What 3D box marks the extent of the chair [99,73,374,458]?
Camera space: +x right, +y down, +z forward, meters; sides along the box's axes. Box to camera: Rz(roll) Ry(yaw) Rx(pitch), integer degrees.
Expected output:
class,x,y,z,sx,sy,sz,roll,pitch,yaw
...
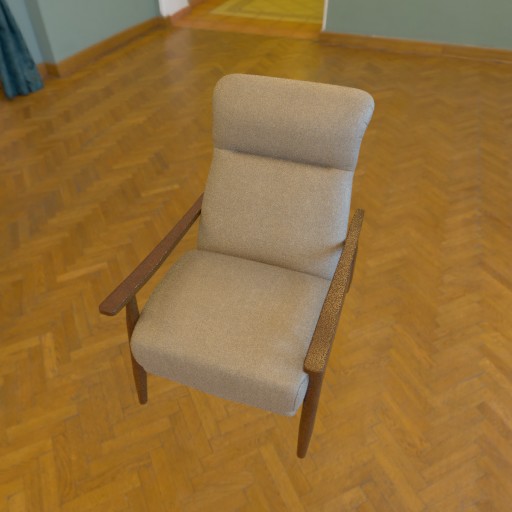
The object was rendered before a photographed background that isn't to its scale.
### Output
class,x,y,z,sx,sy,sz,roll,pitch,yaw
chair,0.000,0.000,1.793,0.762,1.082,1.030,13,43,14
